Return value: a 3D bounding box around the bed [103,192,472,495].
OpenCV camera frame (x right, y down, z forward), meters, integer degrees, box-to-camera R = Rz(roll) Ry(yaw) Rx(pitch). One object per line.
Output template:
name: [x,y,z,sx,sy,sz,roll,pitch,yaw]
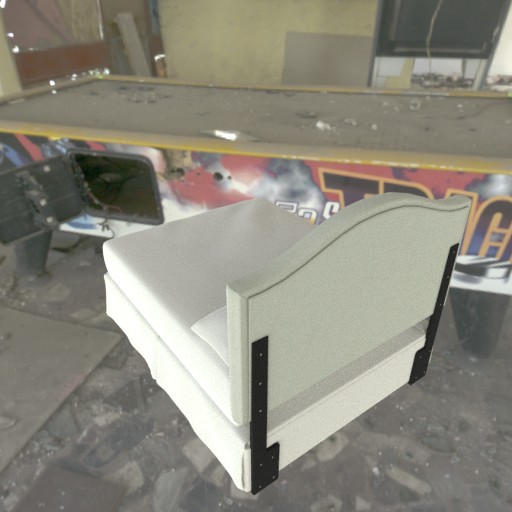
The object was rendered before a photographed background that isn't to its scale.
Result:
bed: [0.000,0.000,3.310,1.813,1.607,2.180,-20,35,-31]
